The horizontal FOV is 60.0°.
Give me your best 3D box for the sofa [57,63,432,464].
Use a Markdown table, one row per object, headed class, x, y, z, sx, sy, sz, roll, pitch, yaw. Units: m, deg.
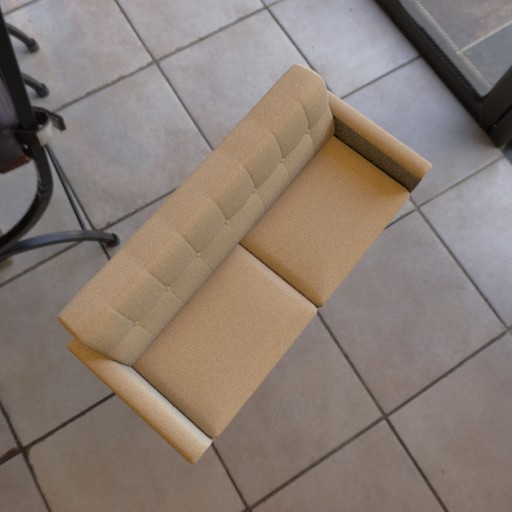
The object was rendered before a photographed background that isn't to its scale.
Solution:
| class | x | y | z | sx | sy | sz | roll | pitch | yaw |
| --- | --- | --- | --- | --- | --- | --- | --- | --- | --- |
| sofa | 0.000 | 0.000 | 2.637 | 0.980 | 0.892 | 2.137 | 39 | 79 | 9 |
